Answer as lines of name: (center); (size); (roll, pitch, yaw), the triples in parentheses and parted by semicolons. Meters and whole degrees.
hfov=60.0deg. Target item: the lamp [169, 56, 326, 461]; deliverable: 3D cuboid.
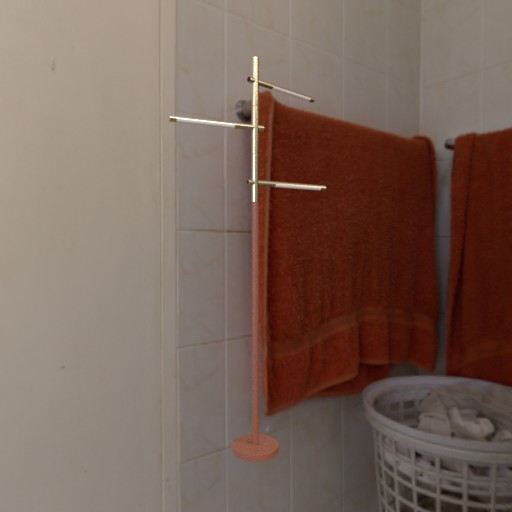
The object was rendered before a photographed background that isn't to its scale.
lamp: (0.000, 0.000, 1.929); (0.737, 1.704, 0.209); (-1, 2, -36)
